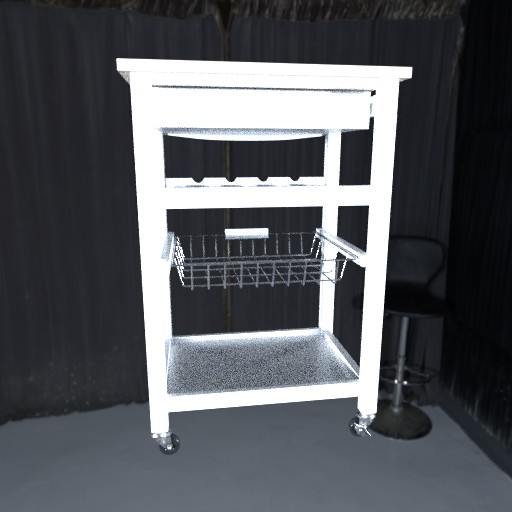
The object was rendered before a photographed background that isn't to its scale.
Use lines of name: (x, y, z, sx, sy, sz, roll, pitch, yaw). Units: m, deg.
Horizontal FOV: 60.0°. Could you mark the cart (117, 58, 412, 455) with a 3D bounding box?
cart: (0.000, 0.000, 1.147, 0.578, 0.857, 0.406, -2, 13, -8)
